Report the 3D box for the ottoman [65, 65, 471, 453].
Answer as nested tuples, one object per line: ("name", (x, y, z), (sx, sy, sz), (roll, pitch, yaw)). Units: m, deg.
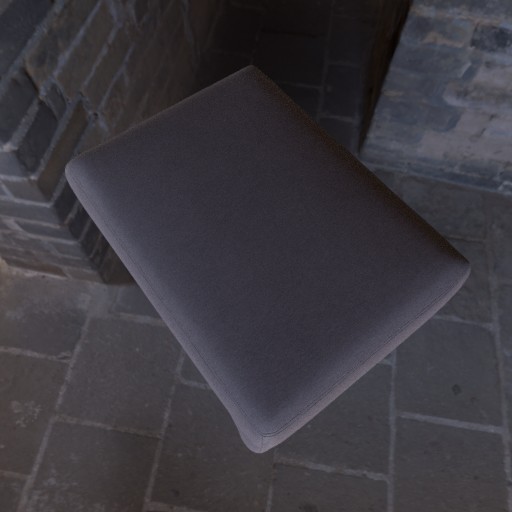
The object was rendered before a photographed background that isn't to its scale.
("ottoman", (0.000, 0.000, 1.129), (0.574, 0.497, 0.773), (-35, 68, -16))
